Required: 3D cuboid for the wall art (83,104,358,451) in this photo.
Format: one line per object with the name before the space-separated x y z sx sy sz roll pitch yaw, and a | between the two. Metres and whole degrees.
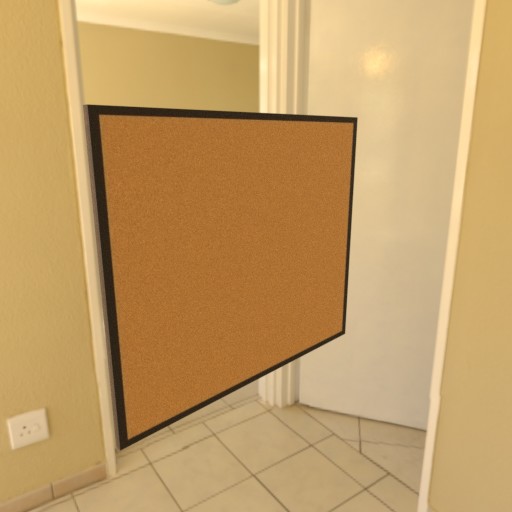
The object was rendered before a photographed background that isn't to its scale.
wall art | 0.000 0.000 1.422 1.033 0.875 0.023 -14 21 -42
